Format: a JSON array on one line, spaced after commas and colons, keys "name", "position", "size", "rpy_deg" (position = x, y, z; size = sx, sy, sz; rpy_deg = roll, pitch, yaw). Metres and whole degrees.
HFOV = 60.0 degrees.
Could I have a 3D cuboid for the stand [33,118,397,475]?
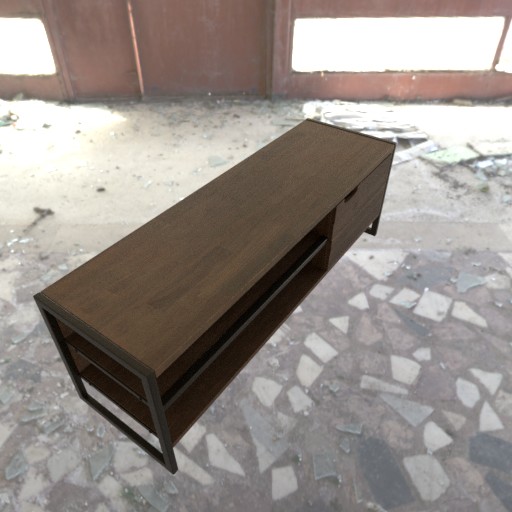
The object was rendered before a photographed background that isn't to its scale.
[{"name": "stand", "position": [0.000, 0.000, 1.741], "size": [0.454, 0.506, 1.480], "rpy_deg": [25, 46, 26]}]
